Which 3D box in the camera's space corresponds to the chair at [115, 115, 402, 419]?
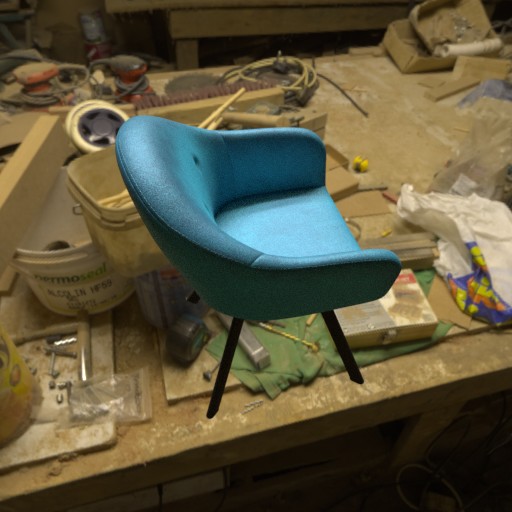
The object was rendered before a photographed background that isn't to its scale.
[{"bbox_3d":[0.000,0.000,1.175,0.570,0.780,0.540,-10,46,-9],"label":"chair"}]
